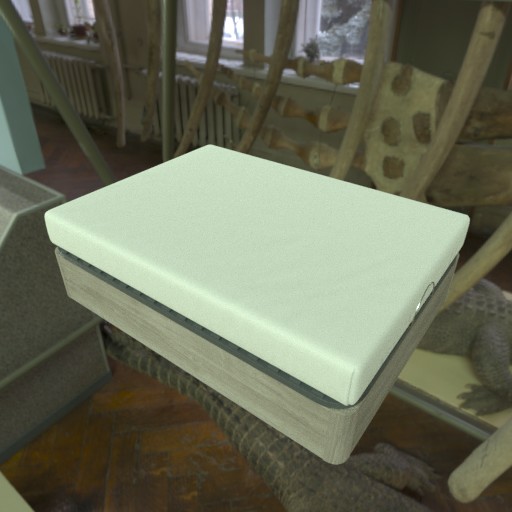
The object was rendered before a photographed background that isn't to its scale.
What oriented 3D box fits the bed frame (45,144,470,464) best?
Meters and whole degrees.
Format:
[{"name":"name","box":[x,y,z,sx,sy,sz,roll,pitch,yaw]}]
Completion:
[{"name":"bed frame","box":[0.000,0.000,2.544,1.900,0.561,1.400,23,40,30]}]
